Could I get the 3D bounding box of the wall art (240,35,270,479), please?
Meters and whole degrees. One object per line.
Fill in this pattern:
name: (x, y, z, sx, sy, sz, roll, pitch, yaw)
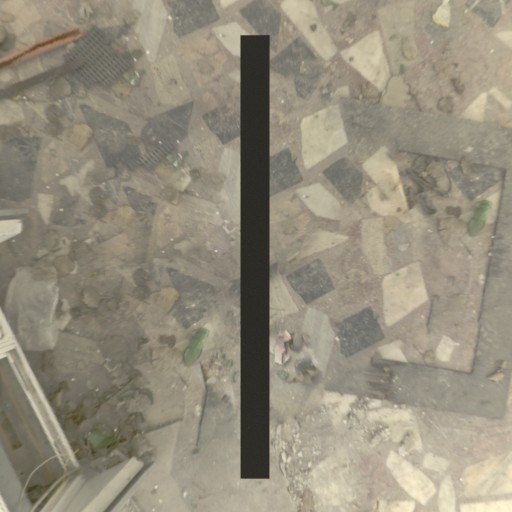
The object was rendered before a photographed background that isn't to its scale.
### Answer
wall art: (0.000, 0.000, 0.690, 0.030, 0.458, 0.462, 0, 90, 0)
